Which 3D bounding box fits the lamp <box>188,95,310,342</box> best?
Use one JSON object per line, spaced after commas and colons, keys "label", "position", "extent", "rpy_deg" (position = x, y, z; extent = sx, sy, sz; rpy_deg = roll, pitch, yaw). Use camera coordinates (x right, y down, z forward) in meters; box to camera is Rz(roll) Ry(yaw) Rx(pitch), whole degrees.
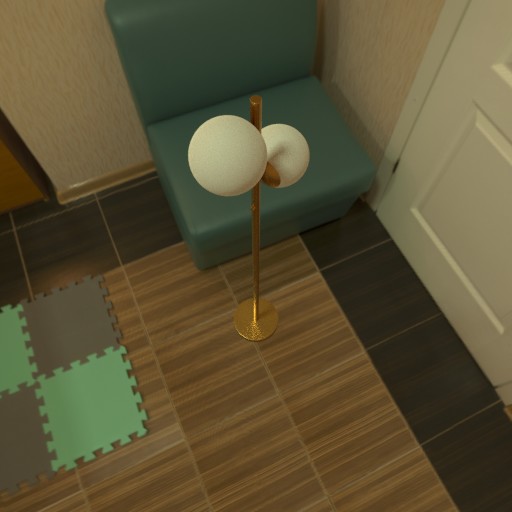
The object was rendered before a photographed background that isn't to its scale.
{"label": "lamp", "position": [0.000, 0.000, 1.758], "extent": [0.249, 1.641, 0.419], "rpy_deg": [33, 68, 15]}
